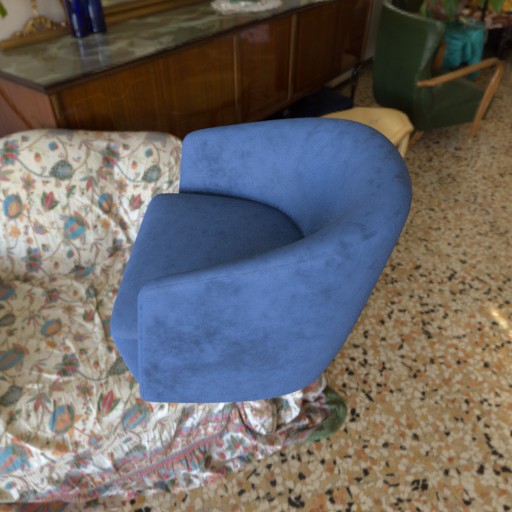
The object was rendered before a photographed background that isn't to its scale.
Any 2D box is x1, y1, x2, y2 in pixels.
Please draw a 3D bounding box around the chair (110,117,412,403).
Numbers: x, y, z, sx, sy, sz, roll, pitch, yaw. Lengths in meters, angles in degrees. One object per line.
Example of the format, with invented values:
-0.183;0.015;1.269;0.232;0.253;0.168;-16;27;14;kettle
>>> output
0.000;0.000;1.351;0.767;0.698;0.773;0;40;0;chair
